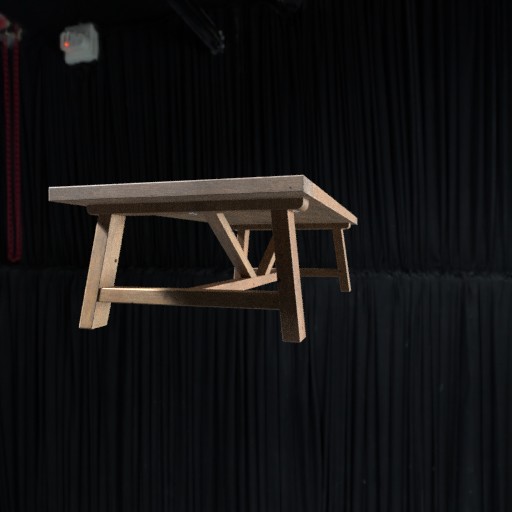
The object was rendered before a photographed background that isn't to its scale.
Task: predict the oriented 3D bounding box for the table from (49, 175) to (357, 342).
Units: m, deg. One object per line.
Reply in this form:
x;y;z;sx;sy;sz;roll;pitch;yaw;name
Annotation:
0.000;0.000;2.150;0.820;0.465;1.800;0;1;17;table
